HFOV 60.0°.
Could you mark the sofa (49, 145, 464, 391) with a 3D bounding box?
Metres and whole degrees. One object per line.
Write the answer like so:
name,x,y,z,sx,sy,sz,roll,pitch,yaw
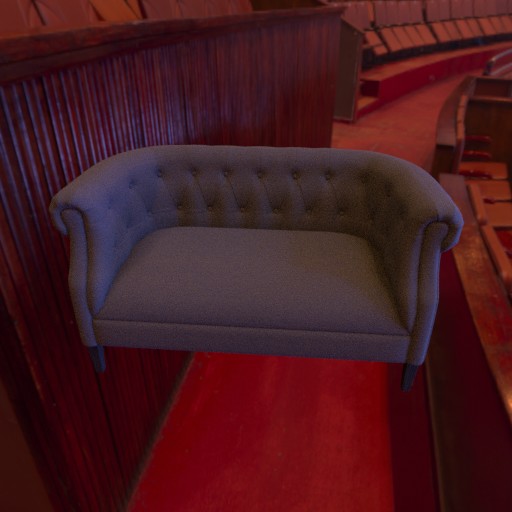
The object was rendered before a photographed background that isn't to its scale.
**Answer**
sofa,0.000,0.000,2.050,1.558,0.827,0.835,2,31,4
